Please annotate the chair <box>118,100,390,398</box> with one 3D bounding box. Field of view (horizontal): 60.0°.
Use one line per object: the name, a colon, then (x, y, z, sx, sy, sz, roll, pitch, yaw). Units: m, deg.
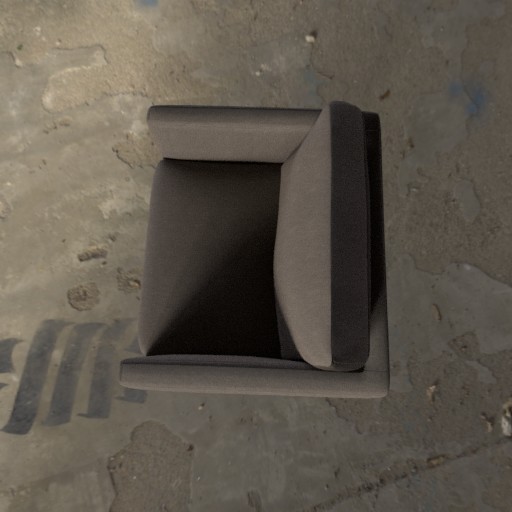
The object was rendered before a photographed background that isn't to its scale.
chair: (0.000, 0.000, 1.877, 0.959, 0.963, 1.107, 2, 76, 1)
